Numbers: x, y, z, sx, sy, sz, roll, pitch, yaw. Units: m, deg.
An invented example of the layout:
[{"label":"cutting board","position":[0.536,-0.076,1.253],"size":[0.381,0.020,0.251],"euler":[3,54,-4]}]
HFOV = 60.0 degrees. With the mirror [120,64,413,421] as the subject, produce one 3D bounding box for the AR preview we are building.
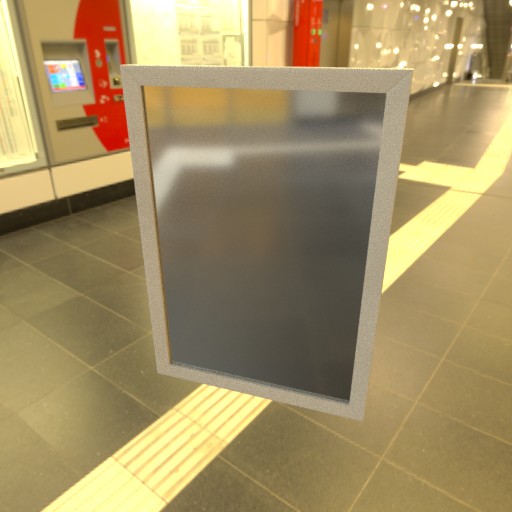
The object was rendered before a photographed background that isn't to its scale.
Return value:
[{"label":"mirror","position":[0.000,0.000,0.903],"size":[0.507,0.710,0.040],"euler":[8,27,16]}]
